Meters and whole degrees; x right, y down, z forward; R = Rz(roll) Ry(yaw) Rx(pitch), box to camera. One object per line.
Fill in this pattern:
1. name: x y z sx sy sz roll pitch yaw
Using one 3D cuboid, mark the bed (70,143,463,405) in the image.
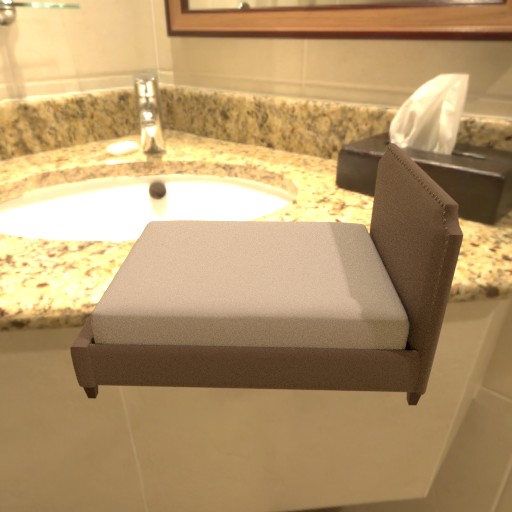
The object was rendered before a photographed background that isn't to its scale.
1. bed: 0.000 0.000 3.460 2.372 1.443 1.713 1 28 2
